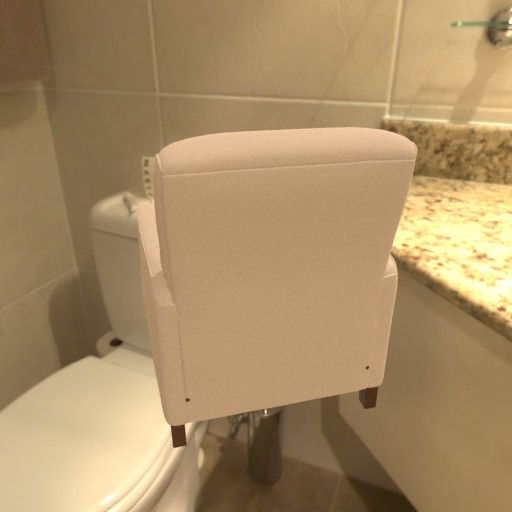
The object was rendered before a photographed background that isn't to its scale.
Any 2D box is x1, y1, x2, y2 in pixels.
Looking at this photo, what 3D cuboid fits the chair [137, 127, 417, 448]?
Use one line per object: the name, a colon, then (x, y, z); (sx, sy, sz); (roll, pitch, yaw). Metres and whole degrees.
chair: (0.000, 0.000, 1.647); (0.841, 1.028, 0.858); (-6, 26, -13)
